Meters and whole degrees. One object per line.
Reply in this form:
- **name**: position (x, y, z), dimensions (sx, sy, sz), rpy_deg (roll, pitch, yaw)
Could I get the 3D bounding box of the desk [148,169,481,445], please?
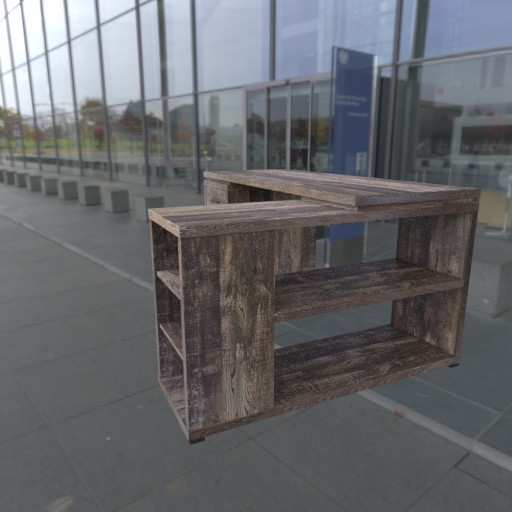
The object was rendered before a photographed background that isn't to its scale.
- **desk**: position (0.000, 0.000, 2.220), dimensions (1.200, 0.753, 1.524), rpy_deg (-7, 16, -25)
